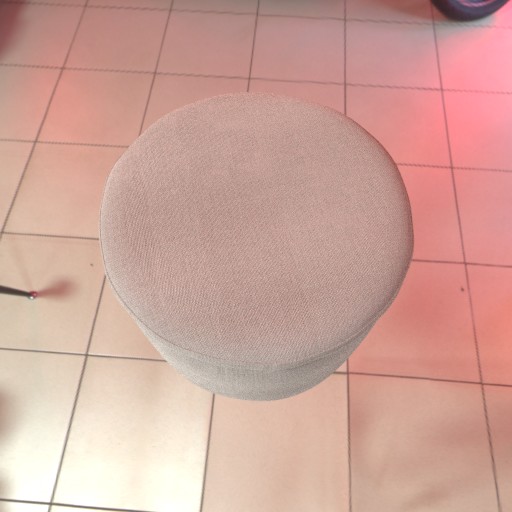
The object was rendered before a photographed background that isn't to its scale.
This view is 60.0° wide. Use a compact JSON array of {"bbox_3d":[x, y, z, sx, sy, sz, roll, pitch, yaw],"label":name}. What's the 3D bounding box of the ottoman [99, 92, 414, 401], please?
[{"bbox_3d":[0.000,0.000,0.845,0.497,0.409,0.497,0,64,0],"label":"ottoman"}]
